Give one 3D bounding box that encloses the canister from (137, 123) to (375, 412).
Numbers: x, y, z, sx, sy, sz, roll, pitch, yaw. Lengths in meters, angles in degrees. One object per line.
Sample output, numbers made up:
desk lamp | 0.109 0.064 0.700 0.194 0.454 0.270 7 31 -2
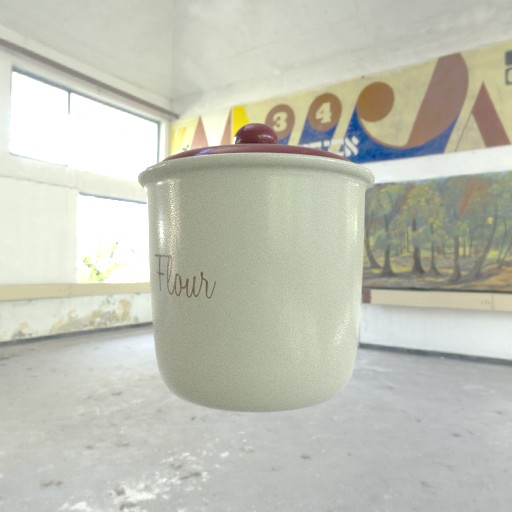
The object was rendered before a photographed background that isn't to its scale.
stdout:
canister | 0.000 0.000 0.350 0.182 0.208 0.182 0 -1 0
